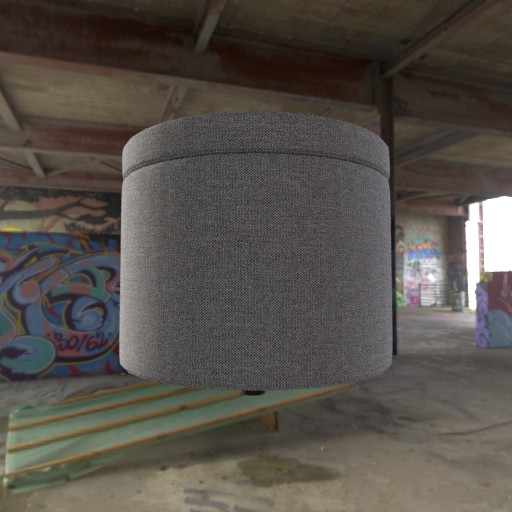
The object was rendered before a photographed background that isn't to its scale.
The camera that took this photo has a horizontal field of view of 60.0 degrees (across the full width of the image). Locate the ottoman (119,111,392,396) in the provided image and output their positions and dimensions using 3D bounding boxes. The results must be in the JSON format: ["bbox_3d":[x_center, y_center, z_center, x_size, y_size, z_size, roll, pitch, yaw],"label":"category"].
[{"bbox_3d":[0.000,0.000,0.855,0.500,0.419,0.500,0,-3,0],"label":"ottoman"}]
